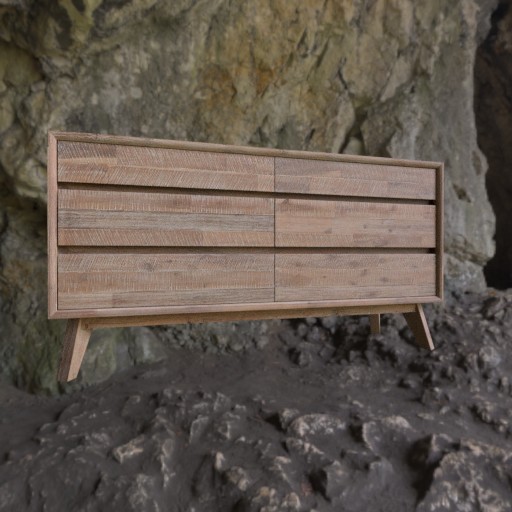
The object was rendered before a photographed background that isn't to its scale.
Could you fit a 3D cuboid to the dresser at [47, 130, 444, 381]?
[{"bbox_3d":[0.000,0.000,1.873,1.554,0.805,0.455,0,0,-19],"label":"dresser"}]
